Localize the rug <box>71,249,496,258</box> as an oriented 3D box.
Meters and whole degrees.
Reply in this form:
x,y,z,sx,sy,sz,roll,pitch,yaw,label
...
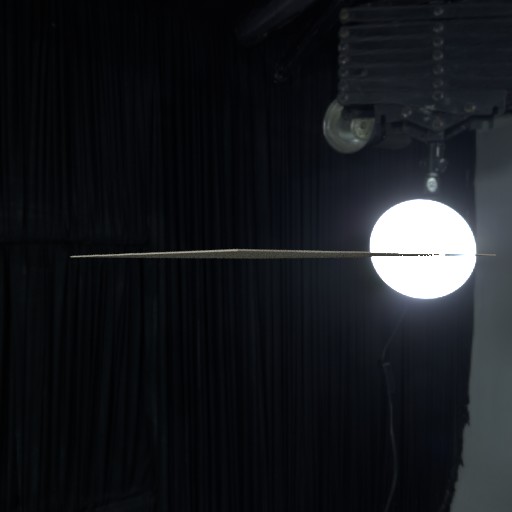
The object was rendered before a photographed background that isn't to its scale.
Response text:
x,y,z,sx,sy,sz,roll,pitch,yaw,label
0.000,0.000,3.992,2.444,0.012,3.048,1,-1,-36,rug
